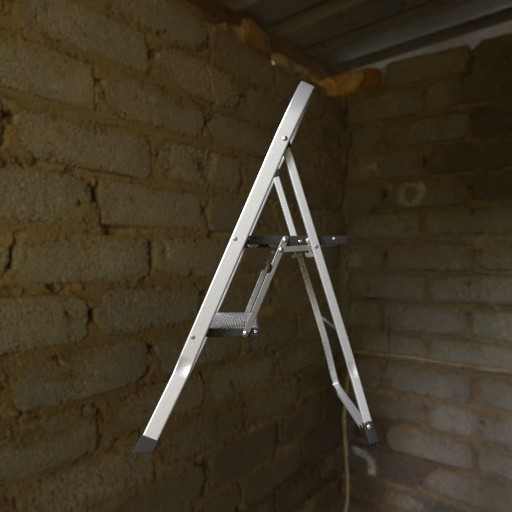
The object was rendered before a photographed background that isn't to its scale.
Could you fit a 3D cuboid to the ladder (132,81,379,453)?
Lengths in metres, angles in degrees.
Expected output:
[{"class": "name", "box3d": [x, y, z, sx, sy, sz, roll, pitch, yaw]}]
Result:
[{"class": "ladder", "box3d": [0.000, 0.000, 1.169, 0.530, 0.830, 0.465, 0, 0, -1]}]
